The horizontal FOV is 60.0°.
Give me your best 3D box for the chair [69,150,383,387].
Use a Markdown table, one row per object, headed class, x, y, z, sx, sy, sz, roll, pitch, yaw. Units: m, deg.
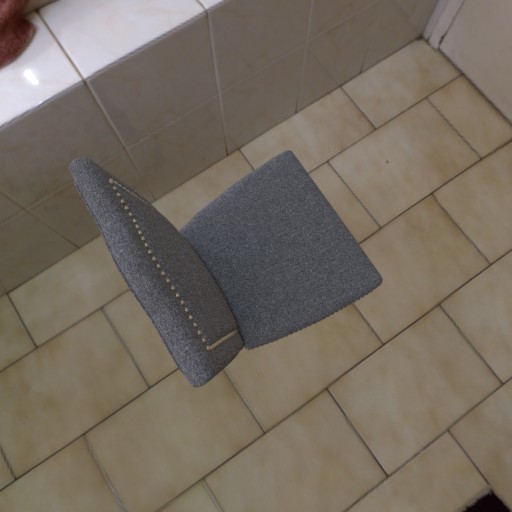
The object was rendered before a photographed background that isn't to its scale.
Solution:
| class | x | y | z | sx | sy | sz | roll | pitch | yaw |
| --- | --- | --- | --- | --- | --- | --- | --- | --- | --- |
| chair | 0.000 | 0.000 | 1.267 | 0.589 | 0.946 | 0.518 | -31 | 77 | -8 |
